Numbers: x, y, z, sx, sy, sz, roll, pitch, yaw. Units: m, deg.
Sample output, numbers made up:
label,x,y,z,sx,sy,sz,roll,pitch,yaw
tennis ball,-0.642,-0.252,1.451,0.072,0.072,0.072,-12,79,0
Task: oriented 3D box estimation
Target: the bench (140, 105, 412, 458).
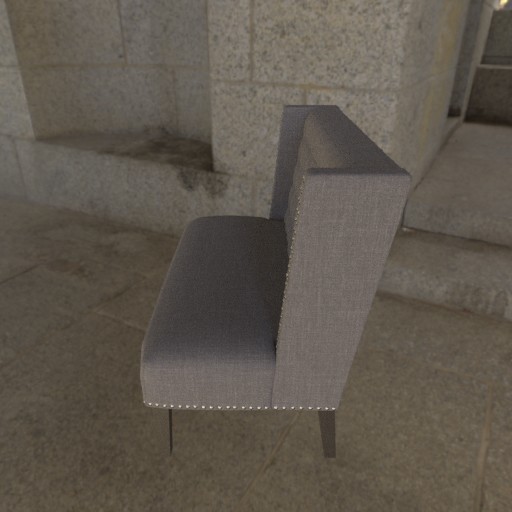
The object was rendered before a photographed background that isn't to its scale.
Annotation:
label,x,y,z,sx,sy,sz,roll,pitch,yaw
bench,0.000,0.000,1.989,0.842,1.121,1.276,0,27,0
